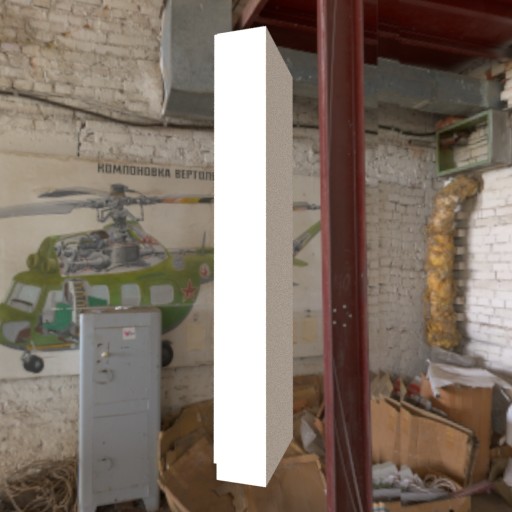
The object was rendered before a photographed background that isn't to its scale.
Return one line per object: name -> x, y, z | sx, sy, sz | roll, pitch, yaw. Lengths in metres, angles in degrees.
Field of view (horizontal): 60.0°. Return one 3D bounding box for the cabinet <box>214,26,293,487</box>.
cabinet -> 0.000, 0.000, 1.995 | 0.230, 1.790, 0.500 | 0, -1, 17
